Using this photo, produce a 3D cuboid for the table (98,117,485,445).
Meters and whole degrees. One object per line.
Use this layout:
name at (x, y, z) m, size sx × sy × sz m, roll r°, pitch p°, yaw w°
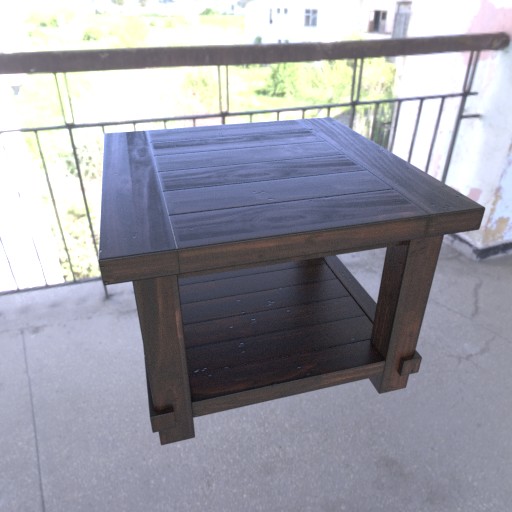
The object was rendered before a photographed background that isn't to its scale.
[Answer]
table at (0.000, 0.000, 1.001) m, size 0.593 × 0.437 × 0.606 m, roll -8°, pitch 32°, yaw -13°
